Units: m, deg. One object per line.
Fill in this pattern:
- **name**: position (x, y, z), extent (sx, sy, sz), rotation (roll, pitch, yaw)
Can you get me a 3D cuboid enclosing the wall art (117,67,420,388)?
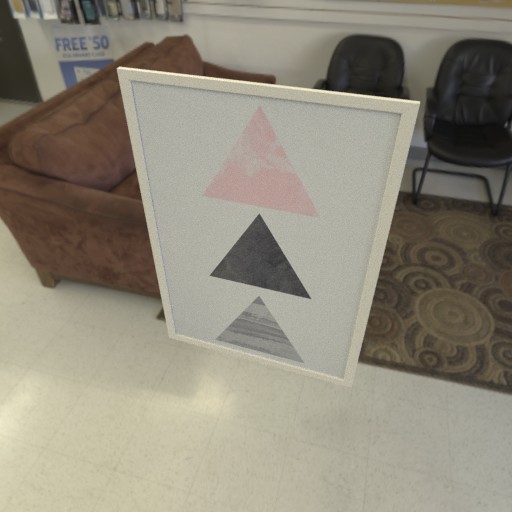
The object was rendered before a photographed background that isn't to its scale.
- **wall art**: position (0.000, 0.000, 1.227), extent (0.659, 0.940, 0.013), rotation (12, 42, 14)
